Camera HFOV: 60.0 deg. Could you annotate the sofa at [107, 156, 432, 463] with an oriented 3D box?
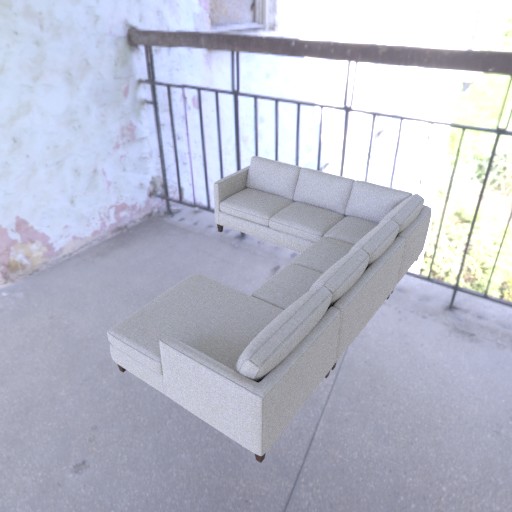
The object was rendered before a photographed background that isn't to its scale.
[{"bbox_3d":[0.000,0.000,4.597,2.551,0.889,3.403,21,37,30],"label":"sofa"}]
